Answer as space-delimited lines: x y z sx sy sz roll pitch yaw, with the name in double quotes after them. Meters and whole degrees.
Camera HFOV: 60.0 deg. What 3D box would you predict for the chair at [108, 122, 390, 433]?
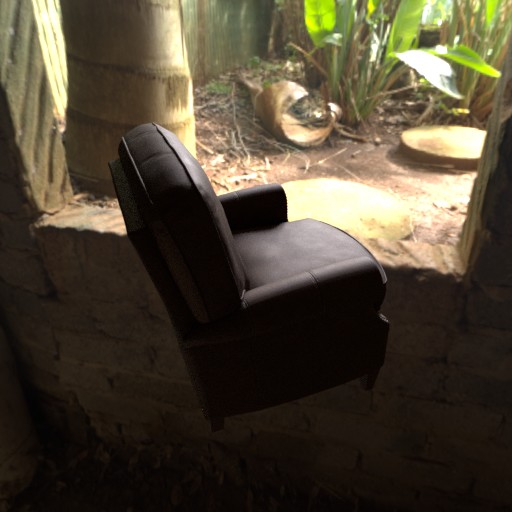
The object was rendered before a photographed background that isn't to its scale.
0.000 0.000 1.771 0.986 1.018 0.936 -10 31 -18 "chair"
